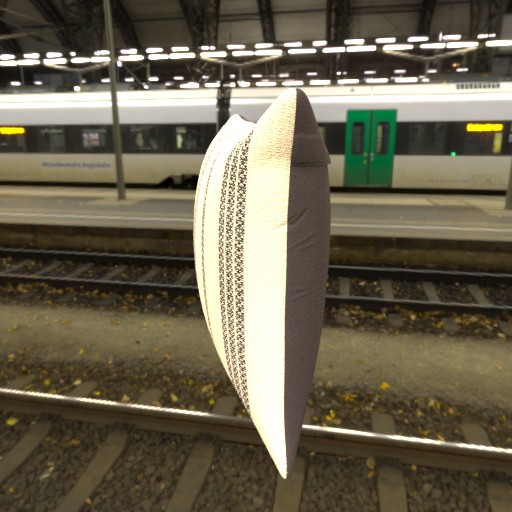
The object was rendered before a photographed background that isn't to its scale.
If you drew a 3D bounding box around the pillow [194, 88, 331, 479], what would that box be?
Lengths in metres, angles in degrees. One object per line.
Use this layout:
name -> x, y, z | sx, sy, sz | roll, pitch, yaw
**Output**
pillow -> 0.000, 0.000, 0.628 | 0.173, 0.406, 0.405 | -3, 15, -10
